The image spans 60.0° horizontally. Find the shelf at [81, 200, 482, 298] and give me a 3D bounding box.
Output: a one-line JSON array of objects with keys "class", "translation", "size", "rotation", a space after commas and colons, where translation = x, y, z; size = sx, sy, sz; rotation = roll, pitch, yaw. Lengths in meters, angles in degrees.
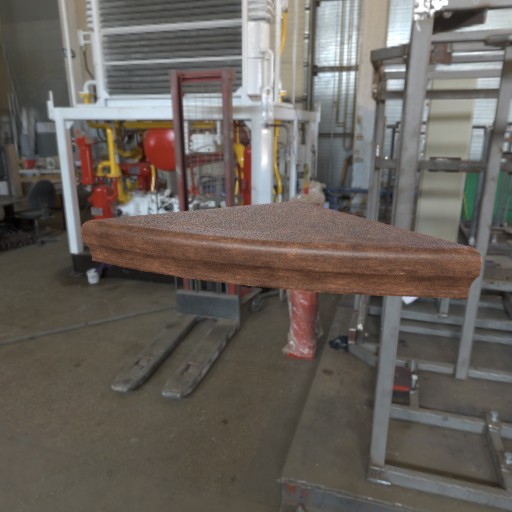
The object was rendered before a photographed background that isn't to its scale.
[{"class": "shelf", "translation": [0.000, 0.000, 0.473], "size": [0.310, 0.050, 0.310], "rotation": [-9, 19, -27]}]
